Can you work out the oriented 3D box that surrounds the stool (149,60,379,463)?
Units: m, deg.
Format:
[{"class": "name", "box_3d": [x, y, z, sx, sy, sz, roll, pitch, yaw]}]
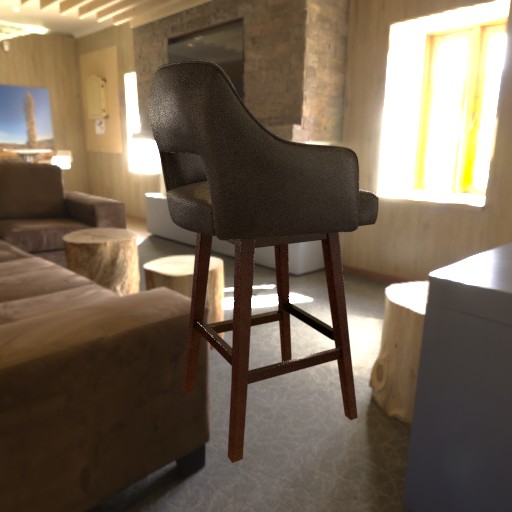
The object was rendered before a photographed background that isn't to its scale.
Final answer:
[{"class": "stool", "box_3d": [0.000, 0.000, 1.353, 0.560, 1.041, 0.550, -7, 16, -27]}]
